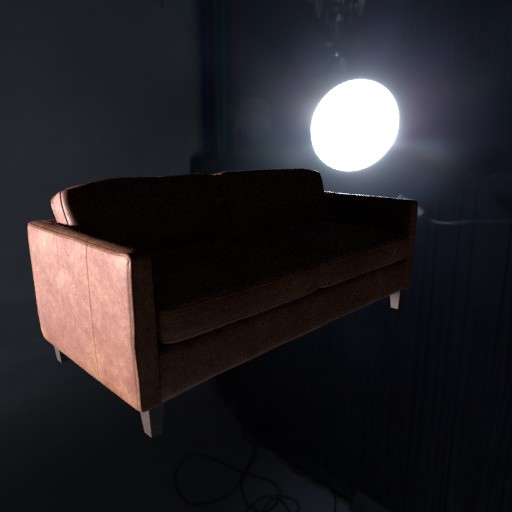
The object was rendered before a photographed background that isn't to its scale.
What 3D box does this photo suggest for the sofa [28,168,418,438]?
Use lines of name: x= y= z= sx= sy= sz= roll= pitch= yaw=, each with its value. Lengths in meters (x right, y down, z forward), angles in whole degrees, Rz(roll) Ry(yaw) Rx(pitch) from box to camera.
sofa: x=0.000 y=0.000 z=2.365 sx=0.923 sy=0.863 sz=1.971 roll=14 pitch=20 yaw=43
